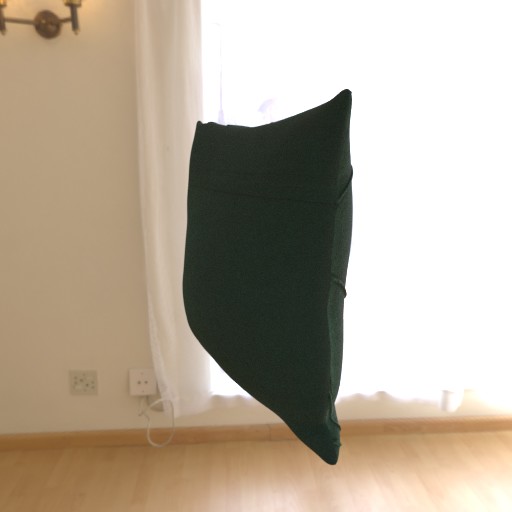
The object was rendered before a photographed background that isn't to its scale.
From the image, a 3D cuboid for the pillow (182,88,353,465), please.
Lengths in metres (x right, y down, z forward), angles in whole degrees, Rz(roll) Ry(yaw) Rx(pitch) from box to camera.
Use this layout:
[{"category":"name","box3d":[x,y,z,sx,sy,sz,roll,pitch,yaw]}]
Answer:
[{"category":"pillow","box3d":[0.000,0.000,0.684,0.184,0.440,0.439,-7,15,-28]}]
